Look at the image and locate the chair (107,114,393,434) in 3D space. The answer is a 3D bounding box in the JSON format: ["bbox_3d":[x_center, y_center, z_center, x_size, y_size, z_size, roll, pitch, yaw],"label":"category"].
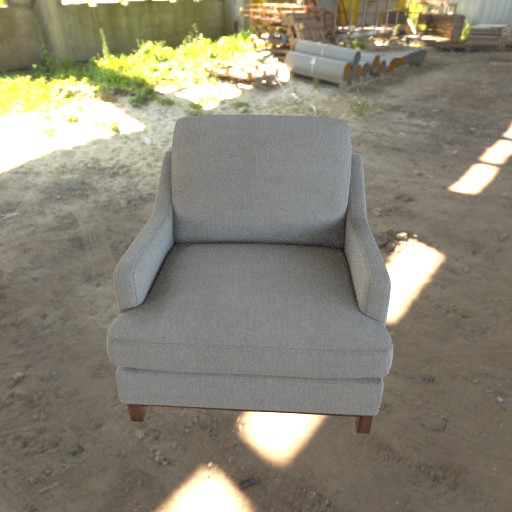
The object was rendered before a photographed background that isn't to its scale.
[{"bbox_3d":[0.000,0.000,1.574,0.826,0.821,0.892,2,31,3],"label":"chair"}]
